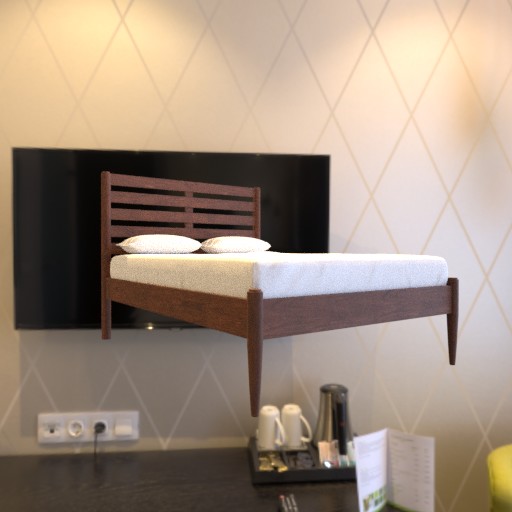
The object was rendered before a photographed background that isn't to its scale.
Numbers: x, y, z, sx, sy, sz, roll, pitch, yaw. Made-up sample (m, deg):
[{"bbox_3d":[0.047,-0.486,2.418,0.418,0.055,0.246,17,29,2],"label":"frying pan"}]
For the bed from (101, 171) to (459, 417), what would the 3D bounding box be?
[{"bbox_3d":[0.000,0.000,3.054,1.509,1.304,2.093,0,1,-35],"label":"bed"}]
